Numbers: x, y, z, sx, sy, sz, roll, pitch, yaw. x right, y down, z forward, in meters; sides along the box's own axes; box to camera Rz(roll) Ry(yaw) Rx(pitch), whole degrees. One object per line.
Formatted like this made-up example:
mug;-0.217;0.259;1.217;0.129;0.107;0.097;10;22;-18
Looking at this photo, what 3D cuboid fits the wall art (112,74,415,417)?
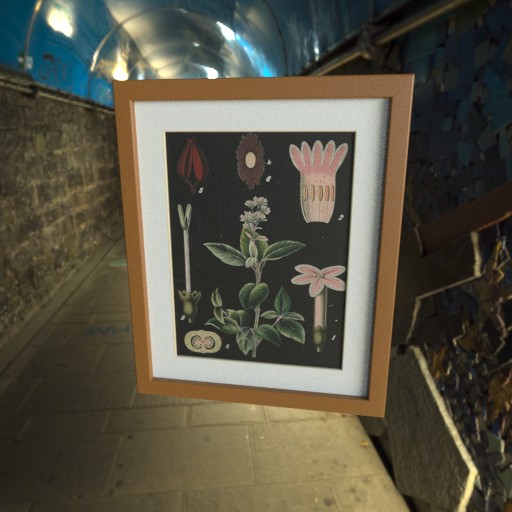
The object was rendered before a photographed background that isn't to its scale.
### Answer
wall art;0.000;0.000;0.732;0.449;0.550;0.021;3;16;9
